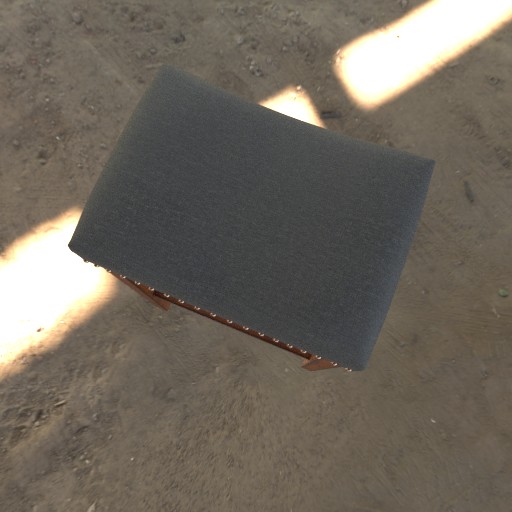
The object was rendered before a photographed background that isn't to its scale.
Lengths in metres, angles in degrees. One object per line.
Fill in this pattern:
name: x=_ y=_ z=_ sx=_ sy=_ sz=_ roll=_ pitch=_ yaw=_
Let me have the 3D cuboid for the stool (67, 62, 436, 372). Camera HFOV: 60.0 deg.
stool: x=0.000 y=0.000 z=1.012 sx=0.502 sy=0.748 sz=0.366 roll=22 pitch=78 yaw=5
